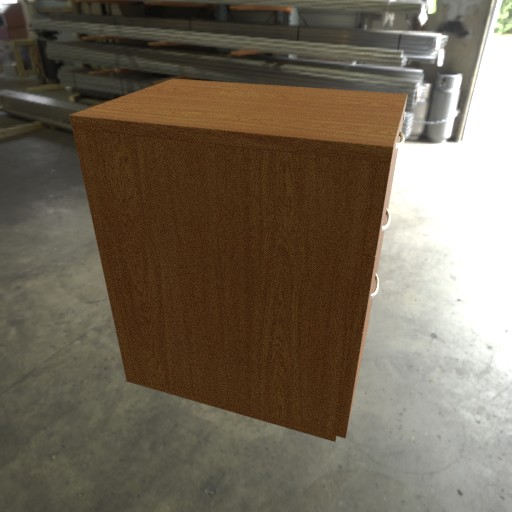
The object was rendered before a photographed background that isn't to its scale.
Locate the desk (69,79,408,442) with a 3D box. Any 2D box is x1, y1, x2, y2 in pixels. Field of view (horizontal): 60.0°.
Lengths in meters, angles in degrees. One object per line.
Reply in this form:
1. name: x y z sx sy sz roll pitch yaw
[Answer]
1. desk: 0.000 0.000 1.098 0.600 0.730 0.404 10 33 16
